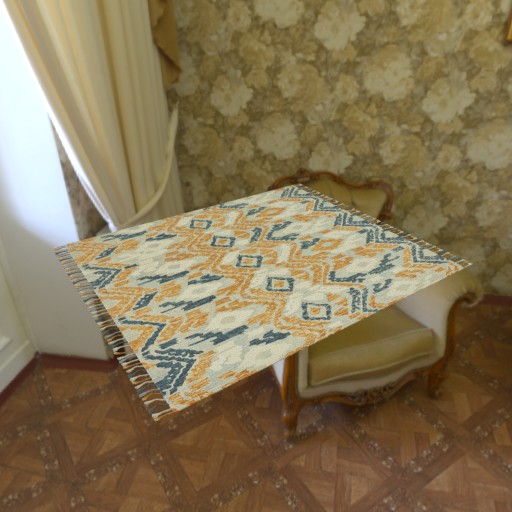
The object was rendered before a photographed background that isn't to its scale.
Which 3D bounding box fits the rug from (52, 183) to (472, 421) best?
[{"bbox_3d":[0.000,0.000,4.094,3.048,0.010,2.439,-19,35,-29],"label":"rug"}]
